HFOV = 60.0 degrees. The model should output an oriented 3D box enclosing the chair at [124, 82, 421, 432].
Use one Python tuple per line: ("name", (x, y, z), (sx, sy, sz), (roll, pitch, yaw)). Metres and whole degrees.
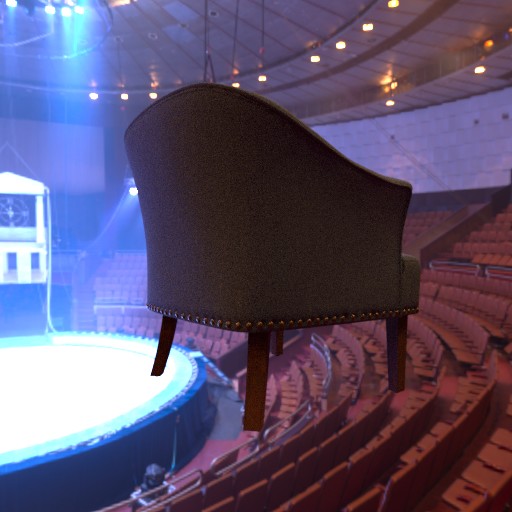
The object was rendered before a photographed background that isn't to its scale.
("chair", (0.000, 0.000, 1.388), (0.704, 0.815, 0.798), (0, 1, -35))
